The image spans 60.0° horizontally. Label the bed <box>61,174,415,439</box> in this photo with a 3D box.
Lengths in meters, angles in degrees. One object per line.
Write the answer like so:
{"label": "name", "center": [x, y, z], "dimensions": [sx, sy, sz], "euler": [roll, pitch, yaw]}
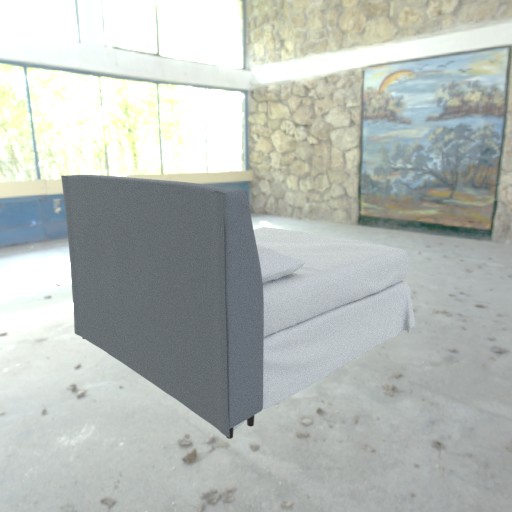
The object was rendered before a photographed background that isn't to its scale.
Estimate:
{"label": "bed", "center": [0.000, 0.000, 3.576], "dimensions": [2.276, 1.332, 1.925], "euler": [-13, 18, -43]}
